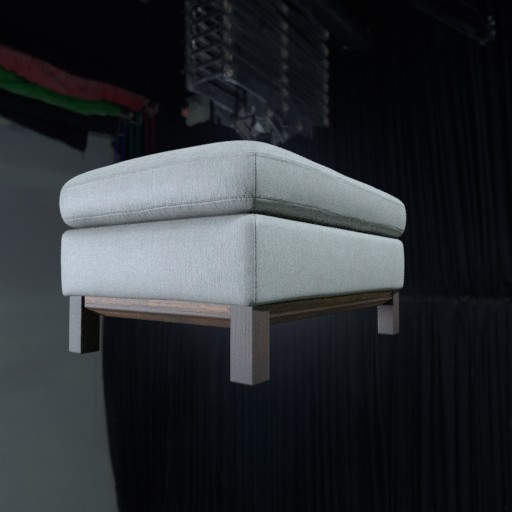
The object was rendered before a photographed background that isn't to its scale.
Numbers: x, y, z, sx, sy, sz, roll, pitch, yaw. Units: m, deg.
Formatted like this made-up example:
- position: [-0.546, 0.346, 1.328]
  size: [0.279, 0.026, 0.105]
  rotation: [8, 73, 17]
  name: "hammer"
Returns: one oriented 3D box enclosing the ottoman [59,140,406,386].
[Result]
- position: [0.000, 0.000, 1.053]
  size: [0.528, 0.404, 0.735]
  rotation: [-1, -2, 35]
  name: "ottoman"
